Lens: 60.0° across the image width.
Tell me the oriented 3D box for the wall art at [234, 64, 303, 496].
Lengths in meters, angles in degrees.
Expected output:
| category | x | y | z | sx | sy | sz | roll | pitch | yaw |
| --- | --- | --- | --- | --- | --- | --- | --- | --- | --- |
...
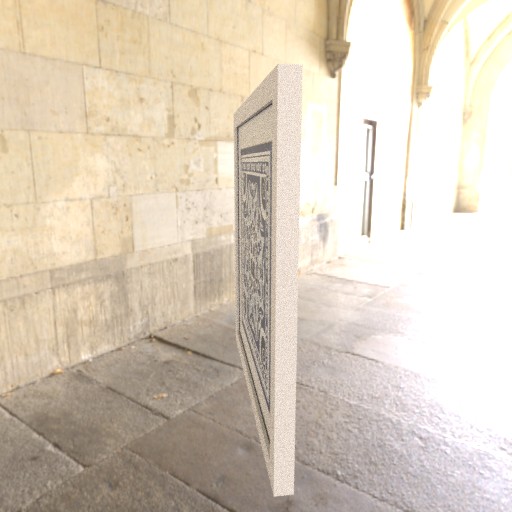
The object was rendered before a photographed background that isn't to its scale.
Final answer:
| category | x | y | z | sx | sy | sz | roll | pitch | yaw |
| --- | --- | --- | --- | --- | --- | --- | --- | --- | --- |
| wall art | 0.000 | 0.000 | 0.825 | 0.028 | 0.559 | 0.559 | -2 | 12 | -8 |
